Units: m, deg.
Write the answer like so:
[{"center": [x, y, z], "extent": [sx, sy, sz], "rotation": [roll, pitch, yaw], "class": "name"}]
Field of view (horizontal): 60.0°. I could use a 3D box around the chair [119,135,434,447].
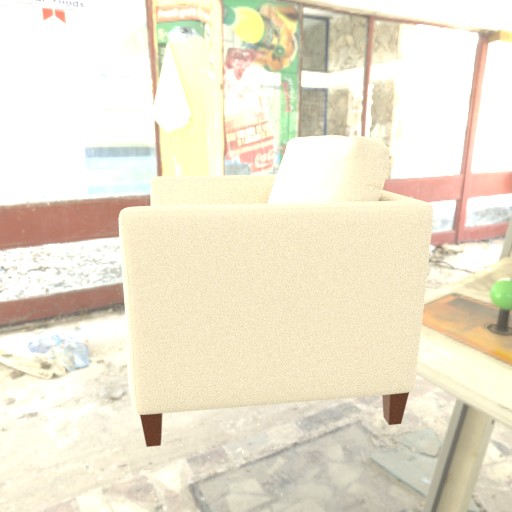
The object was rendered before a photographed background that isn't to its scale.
[{"center": [0.000, 0.000, 1.684], "extent": [0.878, 0.885, 1.019], "rotation": [-2, 15, -8], "class": "chair"}]
